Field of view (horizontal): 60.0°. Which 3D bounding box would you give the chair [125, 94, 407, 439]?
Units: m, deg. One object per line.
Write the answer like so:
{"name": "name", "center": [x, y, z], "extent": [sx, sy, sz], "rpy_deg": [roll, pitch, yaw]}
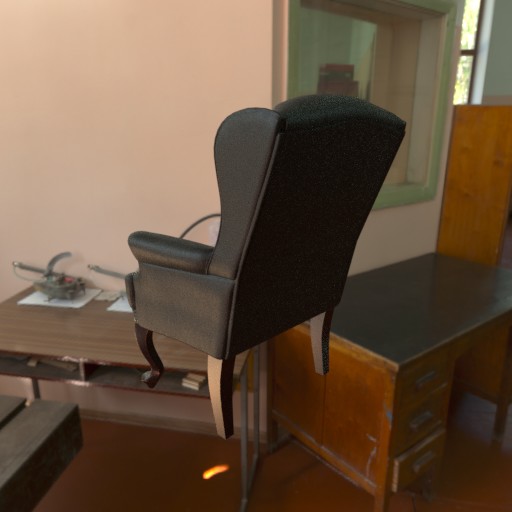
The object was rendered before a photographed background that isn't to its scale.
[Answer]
{"name": "chair", "center": [0.000, 0.000, 1.689], "extent": [0.822, 1.133, 0.831], "rpy_deg": [15, 22, 42]}
